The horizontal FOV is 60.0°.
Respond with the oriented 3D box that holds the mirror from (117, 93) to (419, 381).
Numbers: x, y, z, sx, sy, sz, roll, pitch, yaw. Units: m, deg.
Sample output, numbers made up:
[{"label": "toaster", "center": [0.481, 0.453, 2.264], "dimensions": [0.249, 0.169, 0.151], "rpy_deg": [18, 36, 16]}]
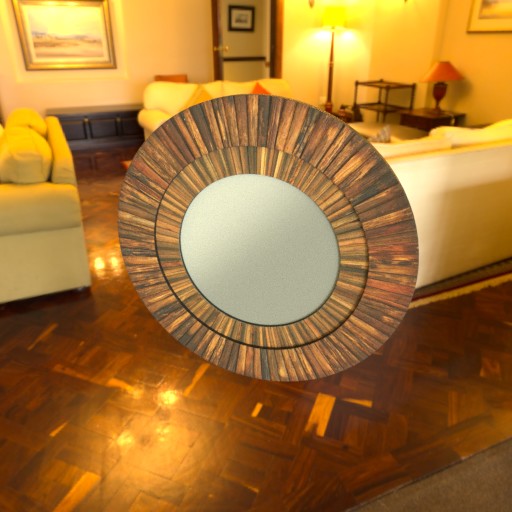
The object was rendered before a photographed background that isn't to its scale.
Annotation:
[{"label": "mirror", "center": [0.000, 0.000, 1.561], "dimensions": [1.077, 1.077, 0.036], "rpy_deg": [8, 27, 15]}]
